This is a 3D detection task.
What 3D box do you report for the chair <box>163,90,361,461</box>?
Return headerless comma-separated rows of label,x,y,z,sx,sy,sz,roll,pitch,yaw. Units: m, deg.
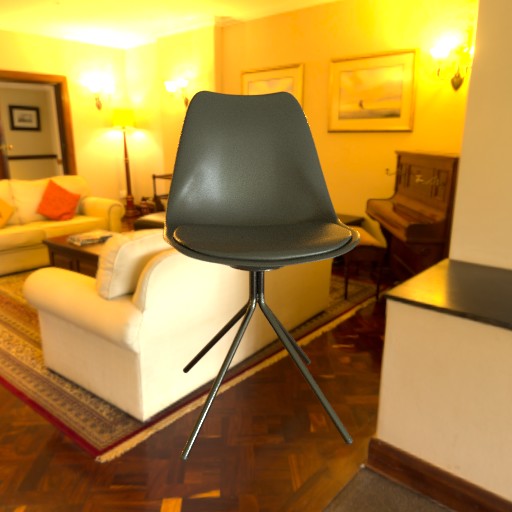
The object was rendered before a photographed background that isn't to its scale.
chair,0.000,0.000,1.147,0.461,0.850,0.525,-2,15,-8
